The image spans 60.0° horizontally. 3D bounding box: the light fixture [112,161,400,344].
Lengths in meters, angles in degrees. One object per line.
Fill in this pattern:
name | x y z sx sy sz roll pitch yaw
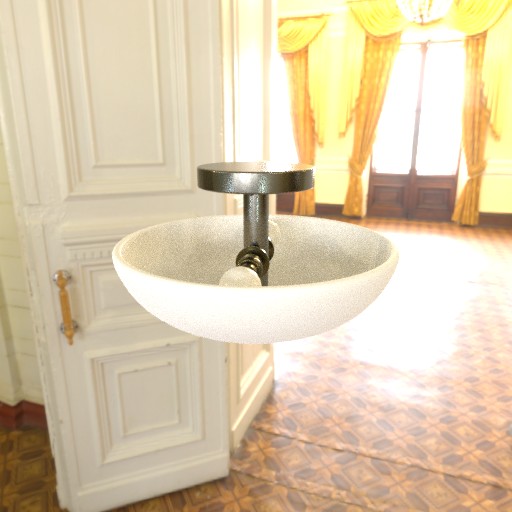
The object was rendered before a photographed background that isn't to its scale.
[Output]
light fixture | 0.000 0.000 0.536 0.330 0.214 0.330 0 17 0
